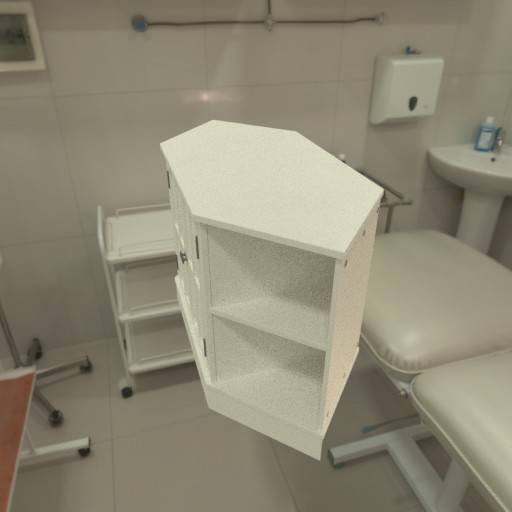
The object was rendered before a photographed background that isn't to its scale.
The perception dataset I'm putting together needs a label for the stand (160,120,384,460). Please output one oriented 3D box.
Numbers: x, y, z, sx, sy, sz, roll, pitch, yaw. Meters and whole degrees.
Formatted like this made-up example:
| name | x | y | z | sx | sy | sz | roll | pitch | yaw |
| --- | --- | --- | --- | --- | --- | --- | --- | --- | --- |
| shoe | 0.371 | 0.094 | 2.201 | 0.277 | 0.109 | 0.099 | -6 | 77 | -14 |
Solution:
| name | x | y | z | sx | sy | sz | roll | pitch | yaw |
| --- | --- | --- | --- | --- | --- | --- | --- | --- | --- |
| stand | 0.000 | 0.000 | 1.412 | 0.477 | 0.614 | 1.072 | -9 | 32 | -15 |
